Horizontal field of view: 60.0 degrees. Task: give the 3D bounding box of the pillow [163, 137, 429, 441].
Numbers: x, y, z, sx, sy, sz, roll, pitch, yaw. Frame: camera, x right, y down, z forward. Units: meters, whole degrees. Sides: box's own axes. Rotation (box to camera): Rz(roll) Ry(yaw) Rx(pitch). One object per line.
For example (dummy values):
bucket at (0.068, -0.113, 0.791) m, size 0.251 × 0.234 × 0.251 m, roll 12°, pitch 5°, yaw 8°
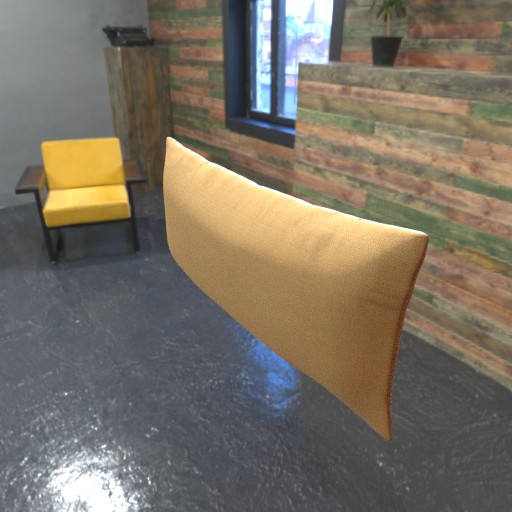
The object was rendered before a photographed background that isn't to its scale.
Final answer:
pillow at (0.000, 0.000, 0.729) m, size 0.151 × 0.291 × 0.608 m, roll -17°, pitch 31°, yaw -31°
